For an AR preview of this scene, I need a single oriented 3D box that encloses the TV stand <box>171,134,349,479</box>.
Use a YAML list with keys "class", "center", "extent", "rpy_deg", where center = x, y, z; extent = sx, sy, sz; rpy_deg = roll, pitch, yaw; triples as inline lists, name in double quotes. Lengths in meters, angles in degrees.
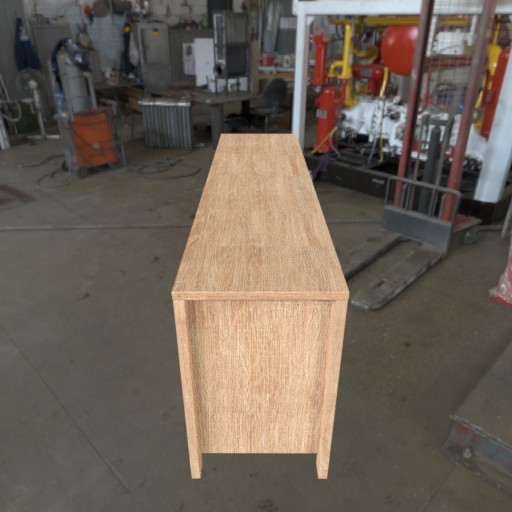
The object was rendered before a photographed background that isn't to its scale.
- class: "TV stand"
  center: [0.000, 0.000, 1.723]
  extent: [0.398, 0.610, 1.466]
  rpy_deg: [0, 28, 0]
